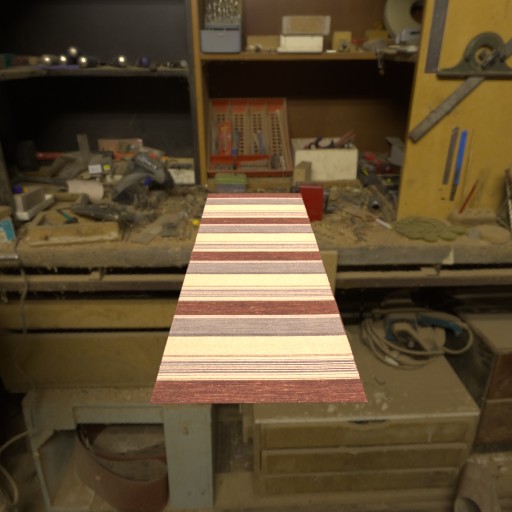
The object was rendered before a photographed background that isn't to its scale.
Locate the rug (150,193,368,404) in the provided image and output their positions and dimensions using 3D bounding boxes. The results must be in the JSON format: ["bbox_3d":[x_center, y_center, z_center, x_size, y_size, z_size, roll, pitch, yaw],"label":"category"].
[{"bbox_3d":[0.000,0.000,2.700,0.792,0.006,2.437,0,26,0],"label":"rug"}]
